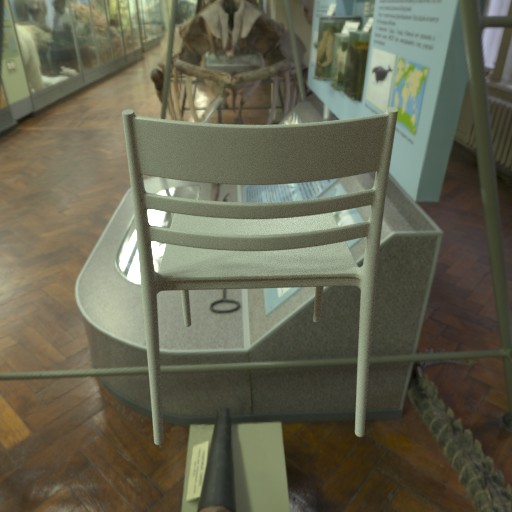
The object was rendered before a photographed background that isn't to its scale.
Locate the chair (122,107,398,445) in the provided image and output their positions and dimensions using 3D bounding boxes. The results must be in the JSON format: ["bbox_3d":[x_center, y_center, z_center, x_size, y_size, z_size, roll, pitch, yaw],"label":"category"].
[{"bbox_3d":[0.000,0.000,1.129,0.531,0.800,0.511,-1,29,-2],"label":"chair"}]
